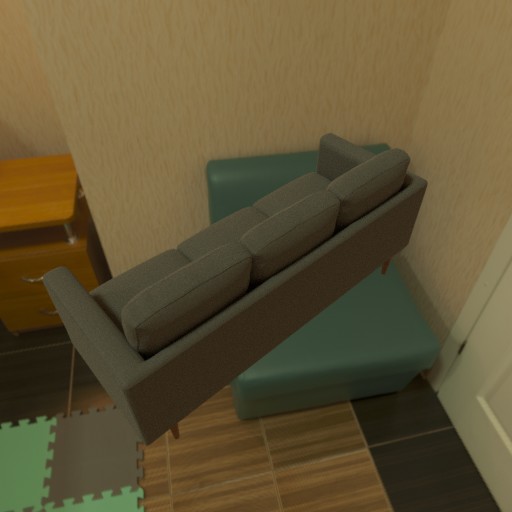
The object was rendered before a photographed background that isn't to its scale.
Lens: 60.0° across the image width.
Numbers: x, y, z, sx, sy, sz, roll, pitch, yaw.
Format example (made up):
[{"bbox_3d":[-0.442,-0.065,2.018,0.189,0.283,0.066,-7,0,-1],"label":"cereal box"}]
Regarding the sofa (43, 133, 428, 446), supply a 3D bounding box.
[{"bbox_3d":[0.000,0.000,2.507,2.029,0.912,0.802,-32,53,-28],"label":"sofa"}]
